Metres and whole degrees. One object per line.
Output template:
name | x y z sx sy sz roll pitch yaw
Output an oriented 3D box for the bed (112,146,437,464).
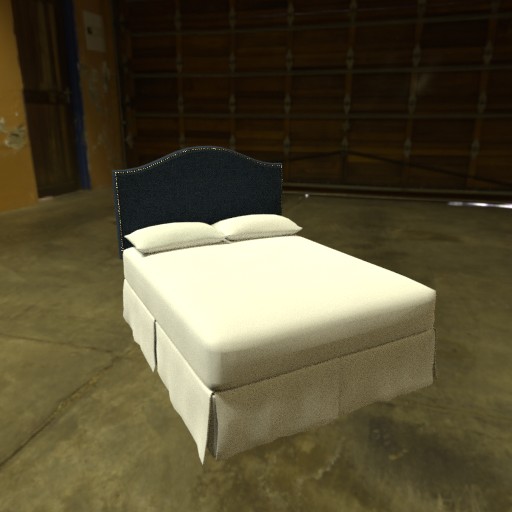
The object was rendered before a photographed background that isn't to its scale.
bed | 0.000 0.000 3.317 1.713 1.518 2.153 -9 18 -27
